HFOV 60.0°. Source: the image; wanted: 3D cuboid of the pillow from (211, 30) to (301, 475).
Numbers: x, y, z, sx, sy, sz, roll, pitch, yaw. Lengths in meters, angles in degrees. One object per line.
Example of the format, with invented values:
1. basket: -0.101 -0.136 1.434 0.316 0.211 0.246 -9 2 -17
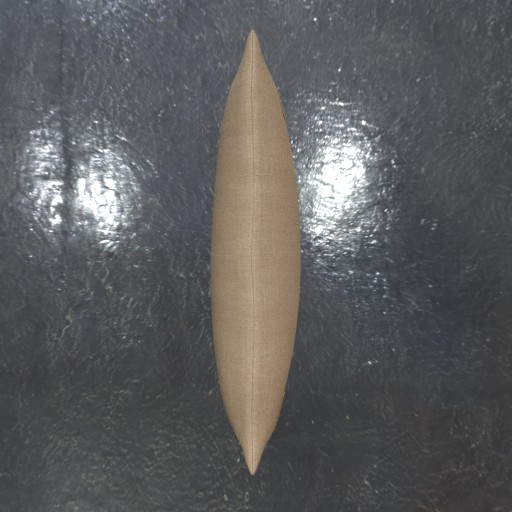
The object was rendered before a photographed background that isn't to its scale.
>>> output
1. pillow: 0.000 0.000 0.745 0.148 0.308 0.612 0 89 1
